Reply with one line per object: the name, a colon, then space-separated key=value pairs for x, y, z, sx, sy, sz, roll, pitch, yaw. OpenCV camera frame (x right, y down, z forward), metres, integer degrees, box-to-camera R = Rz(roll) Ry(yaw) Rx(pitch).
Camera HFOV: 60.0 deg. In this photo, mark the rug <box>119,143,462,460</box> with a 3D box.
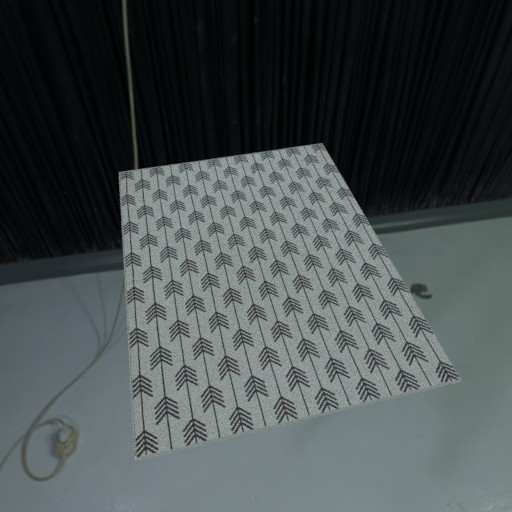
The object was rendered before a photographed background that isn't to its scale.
rug: x=0.000 y=0.000 z=4.009 sx=2.330 sy=0.010 sz=3.061 roll=-10 pitch=49 yaw=-9
